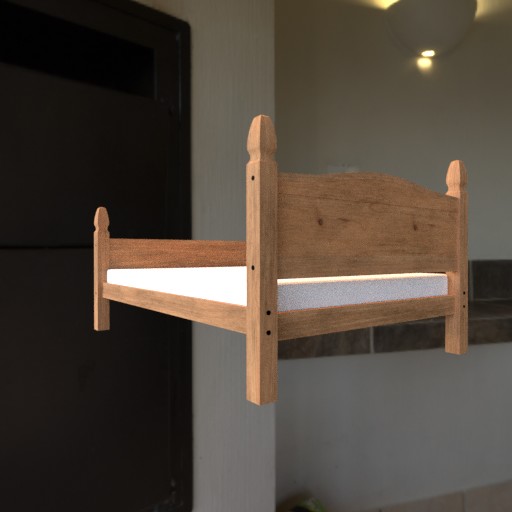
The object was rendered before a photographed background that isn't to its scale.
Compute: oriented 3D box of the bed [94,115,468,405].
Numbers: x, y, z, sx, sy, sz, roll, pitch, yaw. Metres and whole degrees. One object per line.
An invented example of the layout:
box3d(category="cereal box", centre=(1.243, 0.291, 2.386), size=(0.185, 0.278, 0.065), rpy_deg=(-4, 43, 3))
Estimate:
box3d(category="bed", centre=(0.000, 0.000, 2.921), size=(1.490, 1.100, 2.069), rpy_deg=(0, 0, -36))
